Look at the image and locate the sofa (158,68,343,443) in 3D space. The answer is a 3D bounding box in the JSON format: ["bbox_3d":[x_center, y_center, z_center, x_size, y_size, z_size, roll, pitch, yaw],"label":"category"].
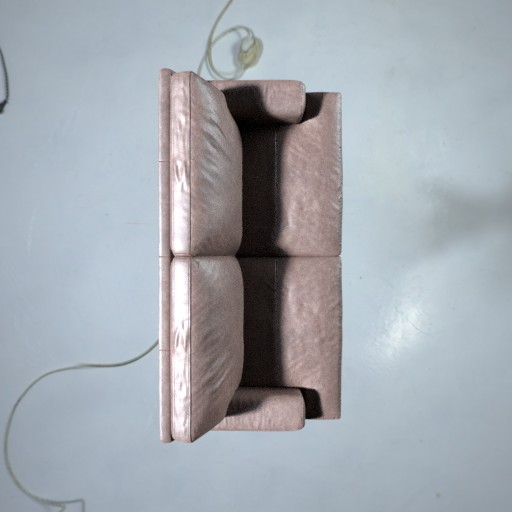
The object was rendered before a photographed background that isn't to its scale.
[{"bbox_3d":[0.000,0.000,2.860,1.143,0.941,2.261,0,90,0],"label":"sofa"}]
